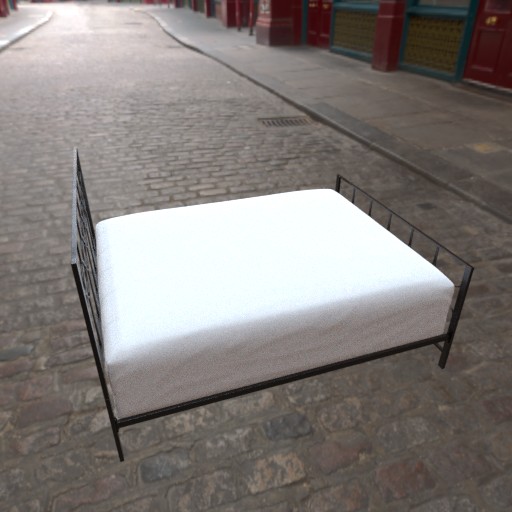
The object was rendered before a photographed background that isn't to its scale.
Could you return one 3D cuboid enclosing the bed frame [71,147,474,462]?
[{"bbox_3d":[0.000,0.000,2.953,2.063,1.222,1.597,-10,32,-16],"label":"bed frame"}]
